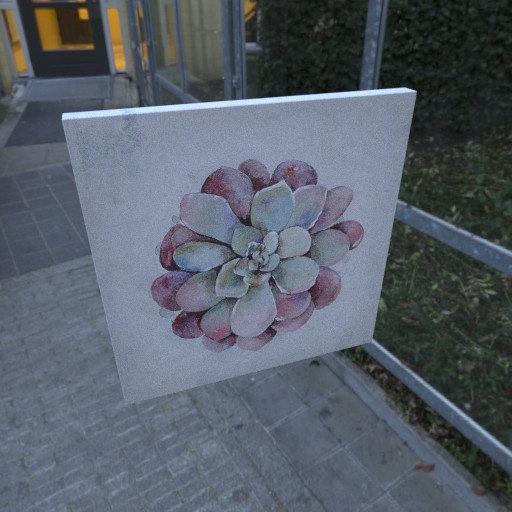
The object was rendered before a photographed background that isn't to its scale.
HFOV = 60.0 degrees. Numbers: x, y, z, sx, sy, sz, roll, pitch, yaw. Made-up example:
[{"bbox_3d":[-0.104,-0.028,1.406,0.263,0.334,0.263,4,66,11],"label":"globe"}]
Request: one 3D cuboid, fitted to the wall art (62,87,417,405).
[{"bbox_3d":[0.000,0.000,0.895,0.605,0.605,0.044,-10,33,-16],"label":"wall art"}]
